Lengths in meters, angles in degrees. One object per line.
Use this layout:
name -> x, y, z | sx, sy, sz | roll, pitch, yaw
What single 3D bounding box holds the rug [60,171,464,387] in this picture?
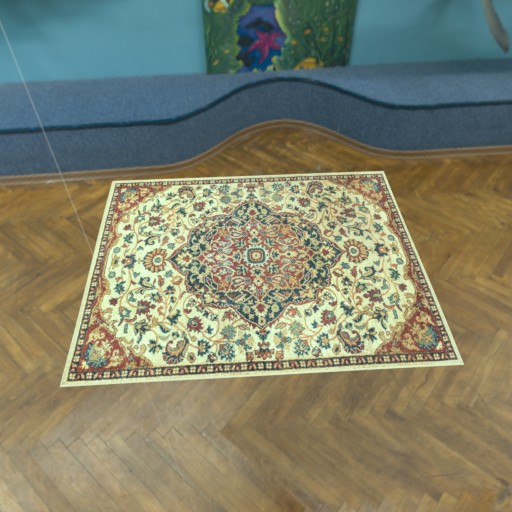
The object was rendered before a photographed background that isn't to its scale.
rug -> 0.000, 0.000, 4.175 | 3.067, 0.005, 2.454 | -3, 48, -2
